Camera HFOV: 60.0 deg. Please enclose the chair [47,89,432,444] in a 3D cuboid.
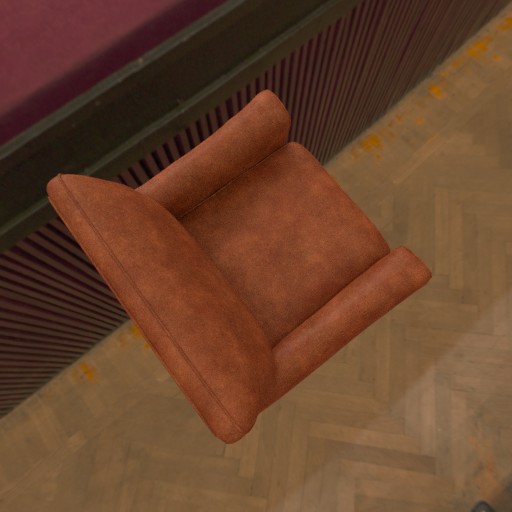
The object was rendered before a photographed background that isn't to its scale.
[{"bbox_3d":[0.000,0.000,1.587,0.823,0.943,0.870,-37,79,-9],"label":"chair"}]
